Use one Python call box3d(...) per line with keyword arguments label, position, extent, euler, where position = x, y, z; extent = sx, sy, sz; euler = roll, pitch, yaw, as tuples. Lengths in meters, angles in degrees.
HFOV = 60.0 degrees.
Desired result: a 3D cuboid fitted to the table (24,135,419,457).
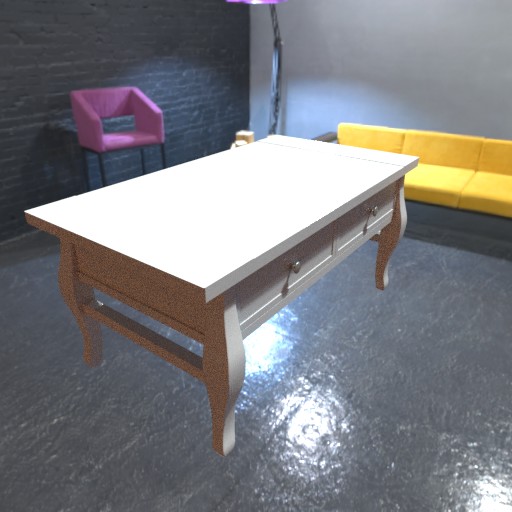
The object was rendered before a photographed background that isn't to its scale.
box3d(label="table", position=(0.000, 0.000, 1.390), extent=(0.600, 0.495, 1.062), euler=(19, 33, 32))
